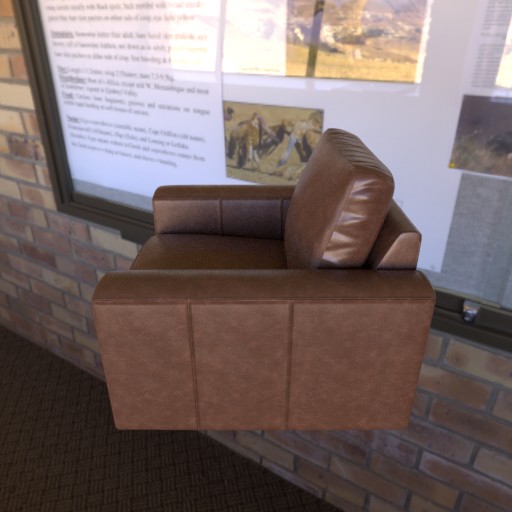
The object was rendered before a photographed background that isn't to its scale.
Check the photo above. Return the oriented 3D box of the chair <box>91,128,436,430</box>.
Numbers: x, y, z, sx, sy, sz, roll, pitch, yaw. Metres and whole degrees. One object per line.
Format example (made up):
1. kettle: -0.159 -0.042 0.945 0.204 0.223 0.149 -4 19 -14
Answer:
1. chair: 0.000 0.000 1.734 1.016 0.873 1.005 0 27 0
